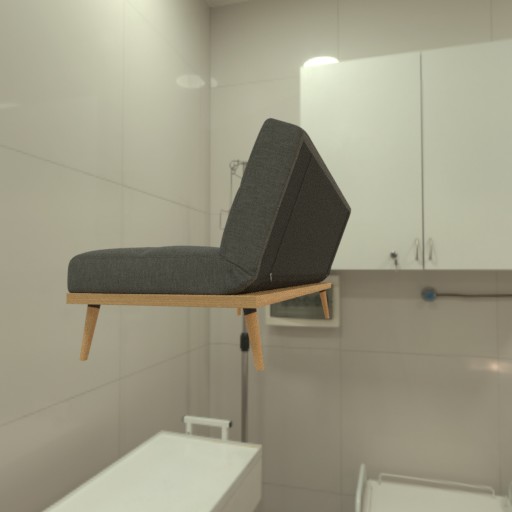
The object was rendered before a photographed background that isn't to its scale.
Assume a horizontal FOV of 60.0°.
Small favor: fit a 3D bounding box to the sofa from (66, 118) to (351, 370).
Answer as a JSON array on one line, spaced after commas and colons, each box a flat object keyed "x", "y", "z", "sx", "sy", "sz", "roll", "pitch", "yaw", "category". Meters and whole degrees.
[{"x": 0.000, "y": 0.000, "z": 2.241, "sx": 0.820, "sy": 0.770, "sz": 1.820, "roll": -1, "pitch": -2, "yaw": 17, "category": "sofa"}]
